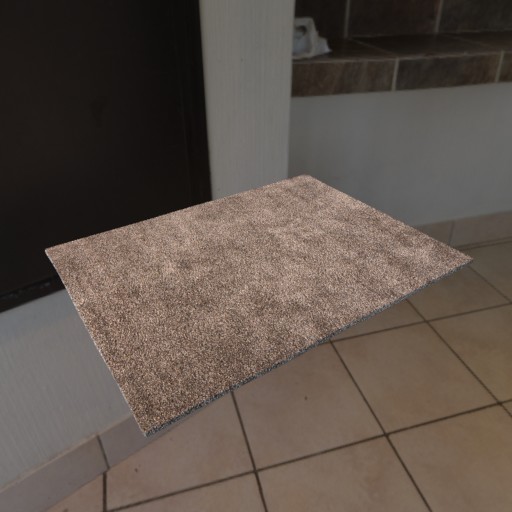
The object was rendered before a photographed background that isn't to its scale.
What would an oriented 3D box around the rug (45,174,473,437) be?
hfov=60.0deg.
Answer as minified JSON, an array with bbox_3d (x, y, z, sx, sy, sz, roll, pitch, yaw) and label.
[{"bbox_3d":[0.000,0.000,2.066,1.601,0.025,1.198,-21,39,-28],"label":"rug"}]
